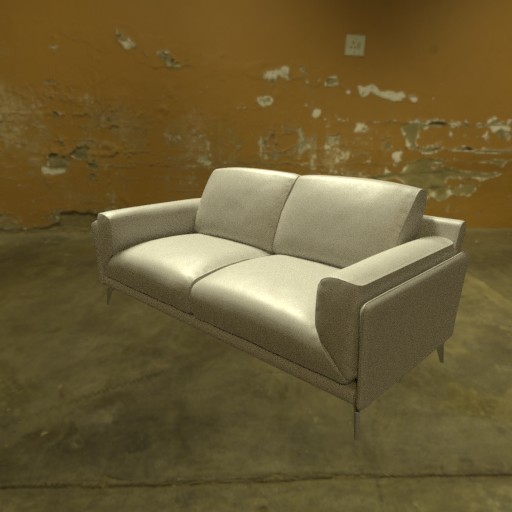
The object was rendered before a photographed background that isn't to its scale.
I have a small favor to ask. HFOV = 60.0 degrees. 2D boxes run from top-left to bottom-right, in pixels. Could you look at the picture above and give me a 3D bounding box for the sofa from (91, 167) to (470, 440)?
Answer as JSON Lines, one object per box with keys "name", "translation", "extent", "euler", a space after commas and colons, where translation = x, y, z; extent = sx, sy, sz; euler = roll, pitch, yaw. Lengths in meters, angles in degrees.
{"name": "sofa", "translation": [0.000, 0.000, 2.645], "extent": [2.101, 0.930, 1.049], "euler": [15, 22, 42]}
